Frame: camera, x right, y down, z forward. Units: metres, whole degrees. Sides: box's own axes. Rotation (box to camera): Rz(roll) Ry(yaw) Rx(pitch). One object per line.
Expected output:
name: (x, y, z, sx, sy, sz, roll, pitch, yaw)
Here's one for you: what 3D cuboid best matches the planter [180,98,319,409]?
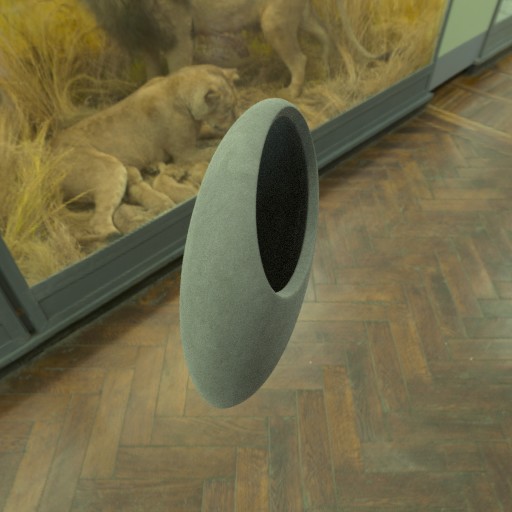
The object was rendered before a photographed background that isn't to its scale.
planter: (0.000, 0.000, 0.280, 0.071, 0.188, 0.185, 10, 46, 10)
